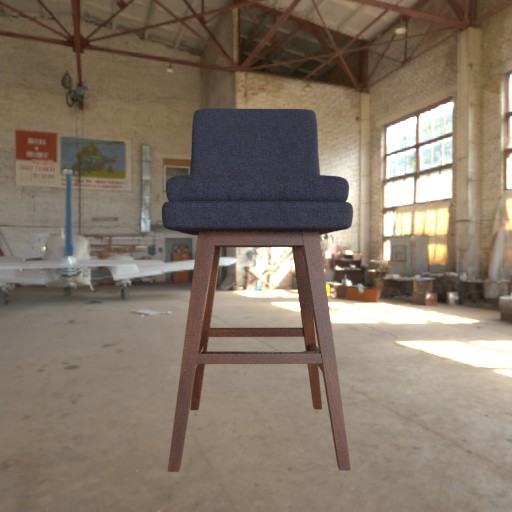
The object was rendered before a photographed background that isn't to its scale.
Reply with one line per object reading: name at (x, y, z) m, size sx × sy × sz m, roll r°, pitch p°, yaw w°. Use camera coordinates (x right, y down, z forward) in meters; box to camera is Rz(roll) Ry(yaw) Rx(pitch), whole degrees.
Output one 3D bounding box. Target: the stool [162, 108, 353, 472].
stool at (0.000, 0.000, 1.371) m, size 0.489 × 1.068 × 0.572 m, roll 0°, pitch 1°, yaw -1°
